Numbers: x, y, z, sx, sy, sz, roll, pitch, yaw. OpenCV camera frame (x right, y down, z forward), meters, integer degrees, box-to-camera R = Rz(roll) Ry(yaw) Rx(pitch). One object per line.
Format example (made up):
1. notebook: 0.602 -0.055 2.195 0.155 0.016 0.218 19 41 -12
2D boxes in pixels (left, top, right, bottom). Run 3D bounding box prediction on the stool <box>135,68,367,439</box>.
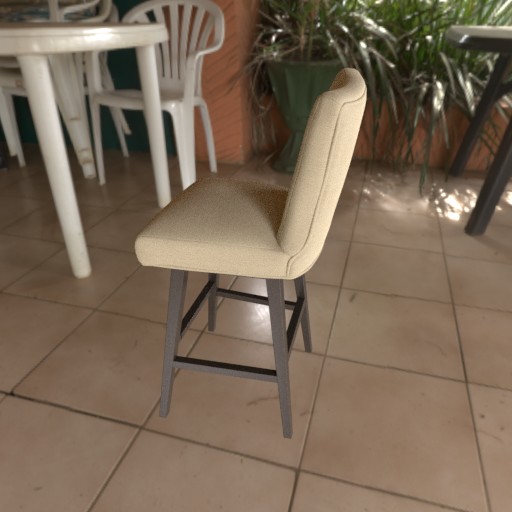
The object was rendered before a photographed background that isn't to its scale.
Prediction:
1. stool: 0.000 0.000 1.426 0.574 1.086 0.514 7 30 13
